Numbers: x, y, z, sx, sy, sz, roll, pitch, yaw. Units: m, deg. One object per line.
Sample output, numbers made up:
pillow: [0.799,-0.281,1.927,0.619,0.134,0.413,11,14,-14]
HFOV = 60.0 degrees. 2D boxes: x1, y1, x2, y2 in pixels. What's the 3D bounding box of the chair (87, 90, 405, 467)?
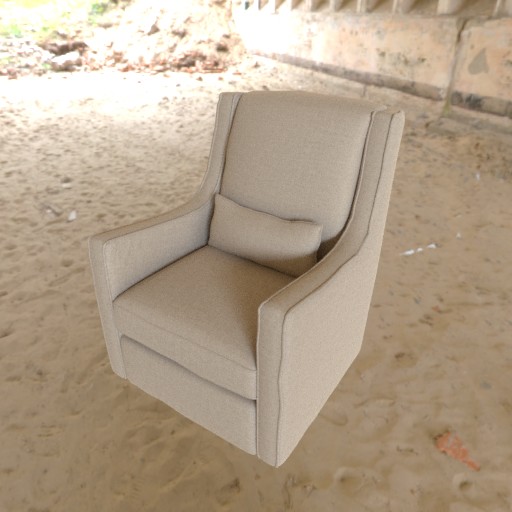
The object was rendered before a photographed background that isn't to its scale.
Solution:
chair: [0.000,0.000,1.558,0.732,0.993,0.879,18,35,29]
